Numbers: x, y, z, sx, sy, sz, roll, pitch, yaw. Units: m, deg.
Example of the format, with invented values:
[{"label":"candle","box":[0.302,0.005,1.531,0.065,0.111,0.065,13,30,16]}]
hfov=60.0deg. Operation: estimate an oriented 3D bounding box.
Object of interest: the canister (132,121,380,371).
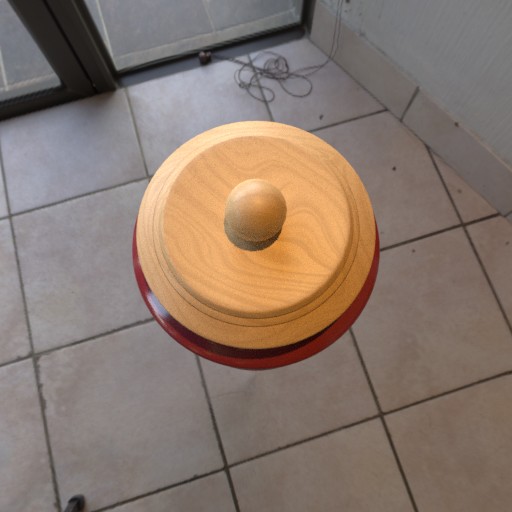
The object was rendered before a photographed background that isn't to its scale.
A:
[{"label":"canister","box":[0.000,0.000,0.260,0.130,0.176,0.130,0,75,0]}]
